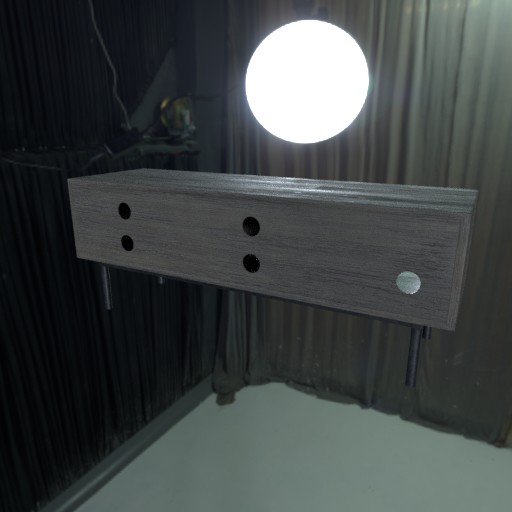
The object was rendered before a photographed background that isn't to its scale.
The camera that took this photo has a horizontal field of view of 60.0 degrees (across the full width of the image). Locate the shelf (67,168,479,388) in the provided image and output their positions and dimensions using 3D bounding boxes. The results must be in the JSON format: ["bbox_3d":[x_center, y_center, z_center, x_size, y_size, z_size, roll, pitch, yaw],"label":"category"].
[{"bbox_3d":[0.000,0.000,1.521,1.300,0.495,0.400,9,19,26],"label":"shelf"}]
